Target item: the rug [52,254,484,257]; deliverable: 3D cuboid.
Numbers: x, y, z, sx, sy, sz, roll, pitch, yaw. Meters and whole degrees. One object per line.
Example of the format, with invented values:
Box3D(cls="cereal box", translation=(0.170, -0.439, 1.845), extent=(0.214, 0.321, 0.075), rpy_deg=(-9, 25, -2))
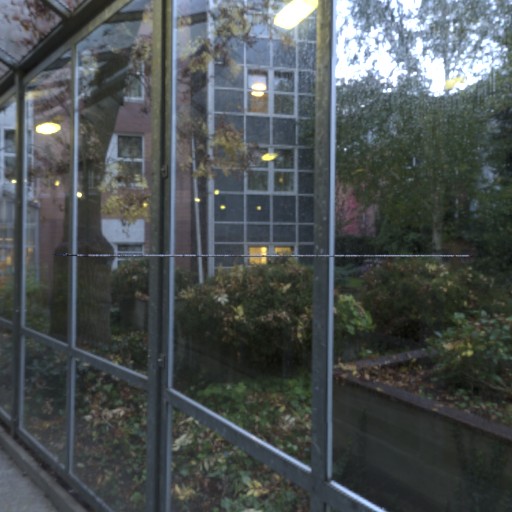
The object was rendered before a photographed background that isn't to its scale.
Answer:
Box3D(cls="rug", translation=(0.000, 0.000, 2.332), extent=(1.848, 0.012, 1.217), rpy_deg=(0, 0, -17))
